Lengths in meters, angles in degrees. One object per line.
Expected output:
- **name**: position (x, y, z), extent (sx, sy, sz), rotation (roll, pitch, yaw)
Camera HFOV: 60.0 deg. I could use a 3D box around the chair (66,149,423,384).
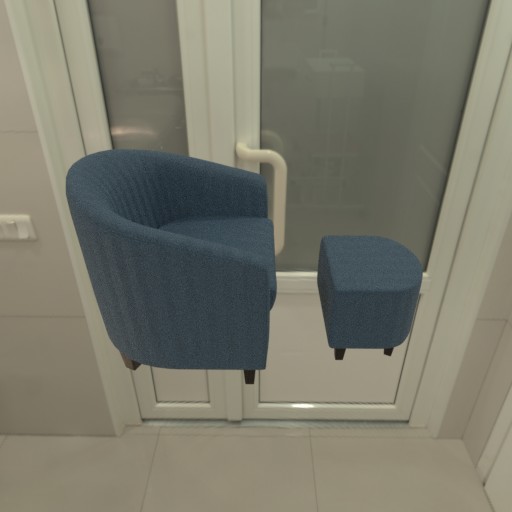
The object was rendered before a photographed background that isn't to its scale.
- **chair**: position (0.000, 0.000, 1.732), extent (1.288, 0.757, 0.756), rotation (0, 32, 1)
